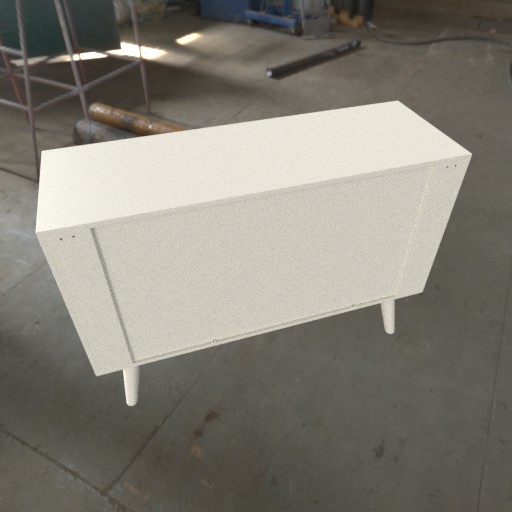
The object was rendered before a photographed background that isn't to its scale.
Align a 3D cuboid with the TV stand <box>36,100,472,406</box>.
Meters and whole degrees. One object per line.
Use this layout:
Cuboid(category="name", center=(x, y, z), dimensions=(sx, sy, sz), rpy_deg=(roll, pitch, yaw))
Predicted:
Cuboid(category="TV stand", center=(0.000, 0.000, 1.567), dimensions=(1.193, 0.812, 0.406), rpy_deg=(-12, 43, -13))
